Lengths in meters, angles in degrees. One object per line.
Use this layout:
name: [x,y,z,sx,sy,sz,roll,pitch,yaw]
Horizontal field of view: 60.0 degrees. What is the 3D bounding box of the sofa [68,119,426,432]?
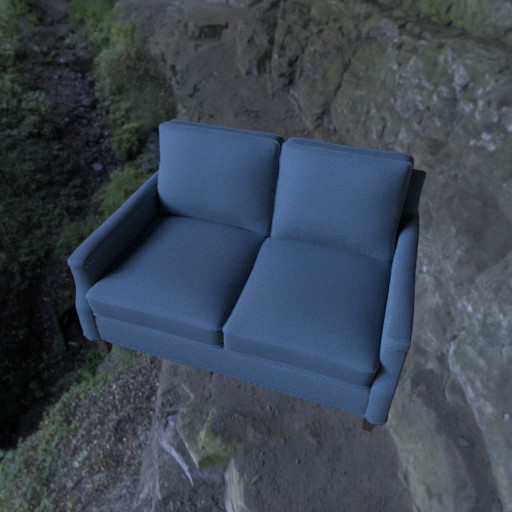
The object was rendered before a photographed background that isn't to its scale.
sofa: [0.000,0.000,2.319,1.597,1.003,1.084,12,42,14]
